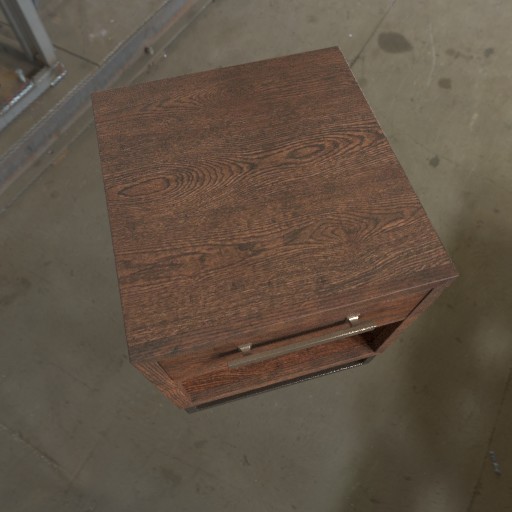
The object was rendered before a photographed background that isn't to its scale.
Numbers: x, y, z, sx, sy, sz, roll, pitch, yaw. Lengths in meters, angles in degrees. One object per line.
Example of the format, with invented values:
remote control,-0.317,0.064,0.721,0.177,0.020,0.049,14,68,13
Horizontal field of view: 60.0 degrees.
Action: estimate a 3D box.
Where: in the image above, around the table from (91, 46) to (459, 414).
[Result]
table,0.000,0.000,1.019,0.506,0.582,0.566,-14,64,-7
